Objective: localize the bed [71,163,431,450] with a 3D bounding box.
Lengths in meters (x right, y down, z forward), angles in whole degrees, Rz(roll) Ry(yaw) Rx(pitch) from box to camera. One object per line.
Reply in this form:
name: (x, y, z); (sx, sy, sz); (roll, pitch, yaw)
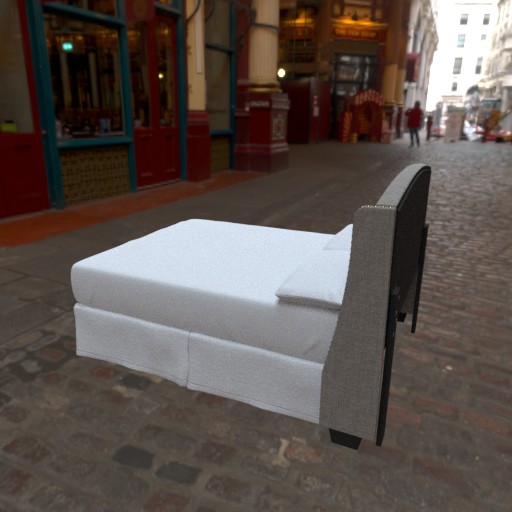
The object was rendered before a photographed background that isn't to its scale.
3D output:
bed: (0.000, 0.000, 3.297); (2.237, 1.407, 1.710); (9, 20, 24)
